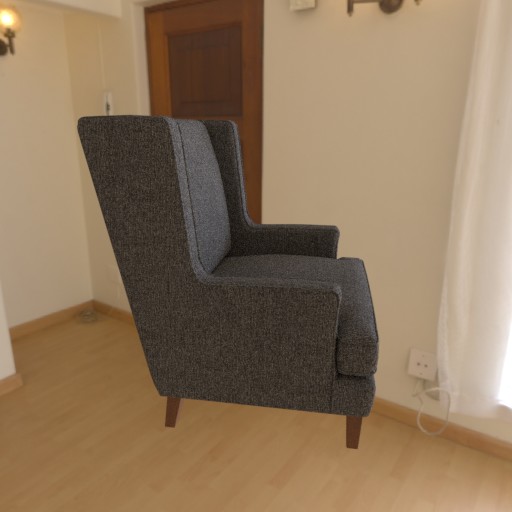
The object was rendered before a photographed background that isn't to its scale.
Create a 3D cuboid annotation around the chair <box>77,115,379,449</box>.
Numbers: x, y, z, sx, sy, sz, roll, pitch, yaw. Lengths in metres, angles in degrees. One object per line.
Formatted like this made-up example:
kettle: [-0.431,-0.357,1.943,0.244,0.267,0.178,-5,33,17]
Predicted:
chair: [0.000,0.000,1.813,0.927,1.082,0.942,3,16,10]
